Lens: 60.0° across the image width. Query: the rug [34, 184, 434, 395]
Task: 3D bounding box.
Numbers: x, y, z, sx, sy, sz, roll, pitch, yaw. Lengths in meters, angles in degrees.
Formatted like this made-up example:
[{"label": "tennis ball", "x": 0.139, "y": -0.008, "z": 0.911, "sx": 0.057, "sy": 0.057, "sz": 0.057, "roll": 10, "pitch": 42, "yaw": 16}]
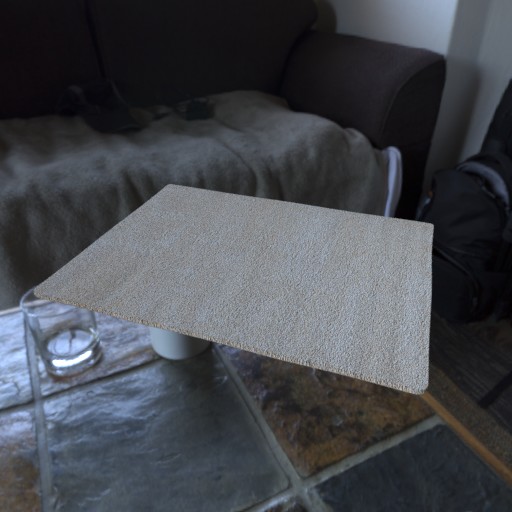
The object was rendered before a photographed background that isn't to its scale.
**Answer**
[{"label": "rug", "x": 0.000, "y": 0.000, "z": 2.127, "sx": 1.600, "sy": 0.025, "sz": 1.199, "roll": 11, "pitch": 34, "yaw": 16}]
